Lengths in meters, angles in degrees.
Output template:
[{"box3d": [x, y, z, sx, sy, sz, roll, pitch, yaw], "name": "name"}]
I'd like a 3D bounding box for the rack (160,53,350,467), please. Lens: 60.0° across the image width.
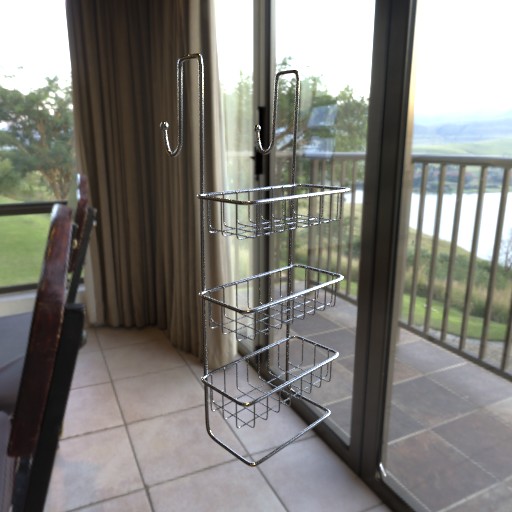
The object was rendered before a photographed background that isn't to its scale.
[{"box3d": [0.000, 0.000, 0.704, 0.228, 0.574, 0.202, -14, 20, -43], "name": "rack"}]
